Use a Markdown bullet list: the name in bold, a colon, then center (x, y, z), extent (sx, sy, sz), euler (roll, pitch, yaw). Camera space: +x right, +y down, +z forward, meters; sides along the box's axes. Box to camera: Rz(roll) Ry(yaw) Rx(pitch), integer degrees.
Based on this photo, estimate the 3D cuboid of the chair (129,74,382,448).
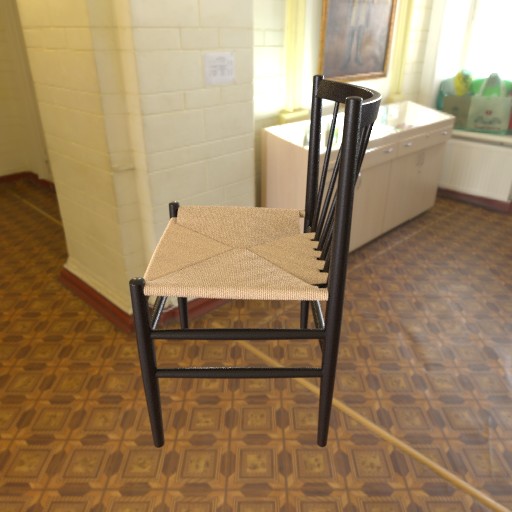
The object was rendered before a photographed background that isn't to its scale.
- **chair**: center (0.000, 0.000, 1.122), extent (0.516, 0.818, 0.495), euler (0, 26, 0)
